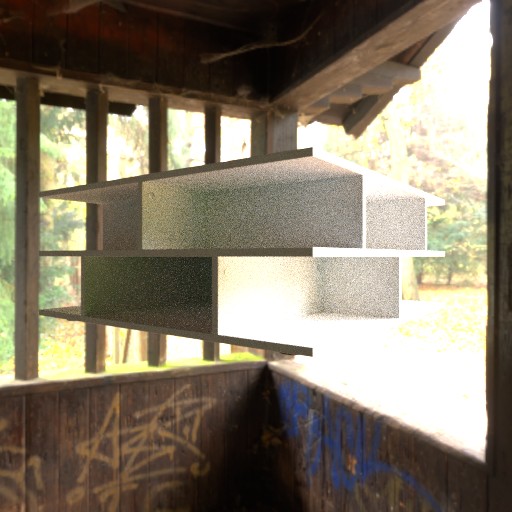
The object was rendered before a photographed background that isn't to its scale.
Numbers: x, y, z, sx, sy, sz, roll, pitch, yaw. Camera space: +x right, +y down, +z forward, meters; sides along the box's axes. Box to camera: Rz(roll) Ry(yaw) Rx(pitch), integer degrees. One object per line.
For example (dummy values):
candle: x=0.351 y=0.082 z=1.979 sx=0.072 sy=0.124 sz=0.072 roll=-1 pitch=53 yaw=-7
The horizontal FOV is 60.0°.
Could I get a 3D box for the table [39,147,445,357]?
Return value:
table: x=0.000 y=0.000 z=1.073 sx=0.700 sy=0.289 sz=0.700 roll=0 pitch=0 yaw=36
